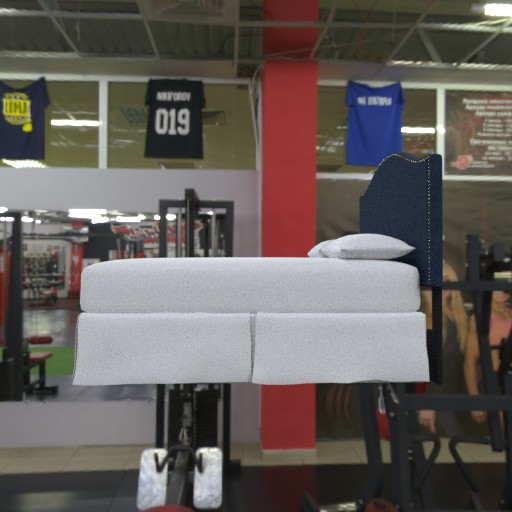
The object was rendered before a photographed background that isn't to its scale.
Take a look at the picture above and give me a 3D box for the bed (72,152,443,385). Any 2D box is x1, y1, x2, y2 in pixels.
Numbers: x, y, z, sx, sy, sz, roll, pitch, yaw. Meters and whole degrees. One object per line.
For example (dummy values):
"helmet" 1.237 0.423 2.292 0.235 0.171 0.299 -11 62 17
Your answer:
"bed" 0.000 0.000 3.345 2.153 1.518 1.725 0 -1 -1
